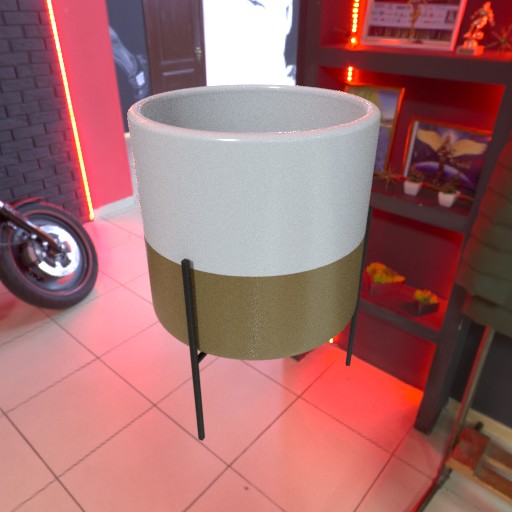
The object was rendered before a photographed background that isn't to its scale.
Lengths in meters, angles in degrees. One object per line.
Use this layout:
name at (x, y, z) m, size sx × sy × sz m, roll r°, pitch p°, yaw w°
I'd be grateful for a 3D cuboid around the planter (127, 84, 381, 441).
planter at (0.000, 0.000, 0.649) m, size 0.310 × 0.432 × 0.310 m, roll -9°, pitch 31°, yaw -15°
